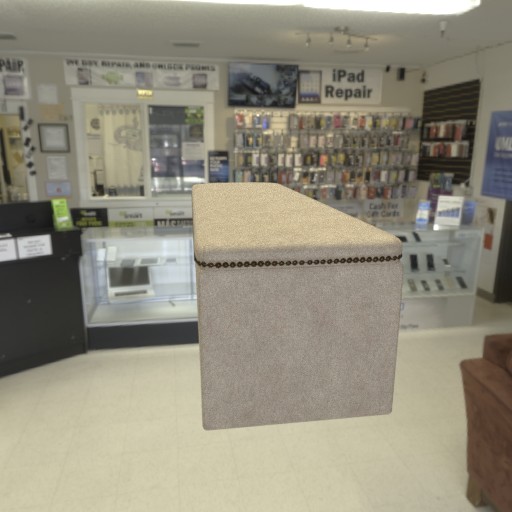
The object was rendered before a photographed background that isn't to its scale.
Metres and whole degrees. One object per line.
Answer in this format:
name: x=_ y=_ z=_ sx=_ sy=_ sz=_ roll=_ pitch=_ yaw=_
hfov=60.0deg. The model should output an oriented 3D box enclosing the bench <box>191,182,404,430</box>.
bench: x=0.000 y=0.000 z=1.691 sx=0.470 sy=0.447 sz=1.482 roll=-2 pitch=14 yaw=-8
